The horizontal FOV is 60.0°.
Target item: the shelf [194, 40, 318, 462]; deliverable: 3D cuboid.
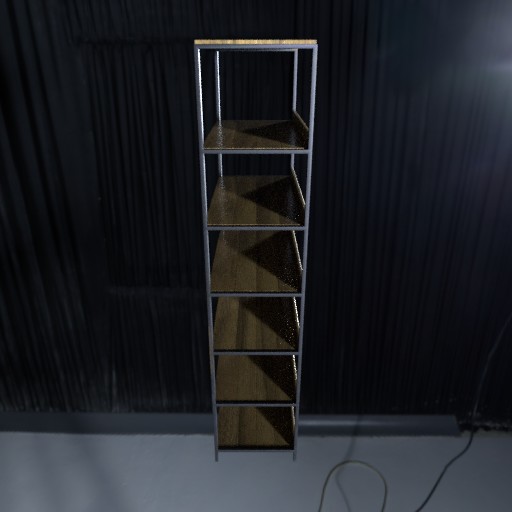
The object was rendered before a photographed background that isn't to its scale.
[{"bbox_3d":[0.000,0.000,2.326,0.431,2.015,0.847,0,24,0],"label":"shelf"}]
